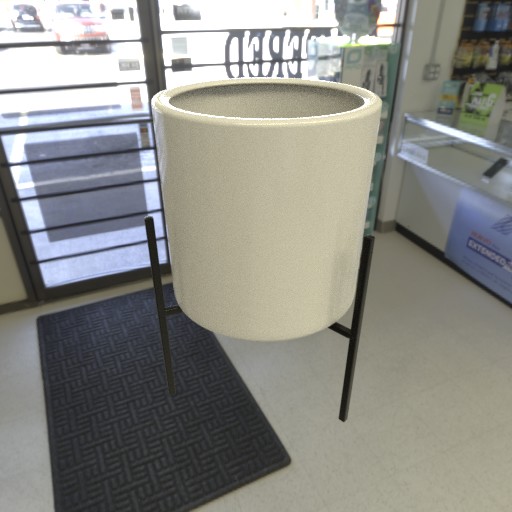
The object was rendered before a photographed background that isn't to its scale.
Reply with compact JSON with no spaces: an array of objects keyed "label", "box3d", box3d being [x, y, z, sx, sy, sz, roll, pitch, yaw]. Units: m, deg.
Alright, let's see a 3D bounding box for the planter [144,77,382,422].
[{"label":"planter","box3d":[0.000,0.000,0.513,0.239,0.356,0.239,-11,32,-18]}]
